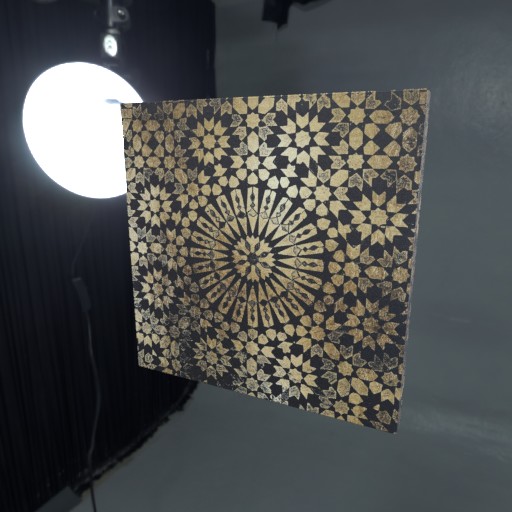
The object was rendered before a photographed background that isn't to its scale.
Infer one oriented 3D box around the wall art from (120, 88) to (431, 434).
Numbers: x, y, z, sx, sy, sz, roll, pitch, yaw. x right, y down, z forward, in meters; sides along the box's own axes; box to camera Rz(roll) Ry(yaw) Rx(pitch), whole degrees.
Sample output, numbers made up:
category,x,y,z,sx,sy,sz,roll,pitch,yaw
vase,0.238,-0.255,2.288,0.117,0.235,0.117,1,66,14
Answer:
category,x,y,z,sx,sy,sz,roll,pitch,yaw
wall art,0.000,0.000,0.601,0.405,0.405,0.038,7,16,25
